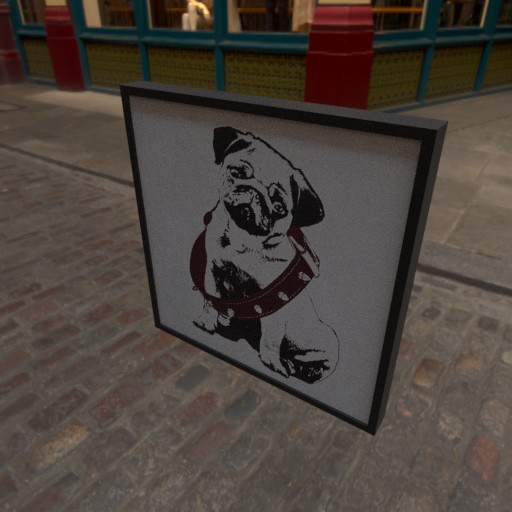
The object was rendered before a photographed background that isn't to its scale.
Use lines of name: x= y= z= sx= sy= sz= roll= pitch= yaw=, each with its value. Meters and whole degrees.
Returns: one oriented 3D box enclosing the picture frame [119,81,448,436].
picture frame: x=0.000 y=0.000 z=0.468 sx=0.317 sy=0.317 sz=0.030 roll=19 pitch=35 yaw=29
